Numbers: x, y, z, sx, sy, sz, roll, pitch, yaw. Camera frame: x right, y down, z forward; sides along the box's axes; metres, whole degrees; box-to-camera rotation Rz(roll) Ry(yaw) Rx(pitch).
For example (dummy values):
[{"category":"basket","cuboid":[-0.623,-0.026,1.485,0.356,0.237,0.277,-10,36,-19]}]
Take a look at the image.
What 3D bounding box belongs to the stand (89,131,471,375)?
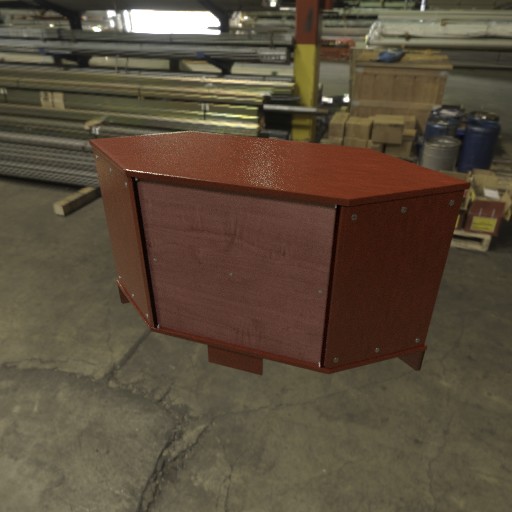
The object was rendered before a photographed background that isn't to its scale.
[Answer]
[{"category":"stand","cuboid":[0.000,0.000,1.351,1.072,0.614,0.381,10,33,16]}]
